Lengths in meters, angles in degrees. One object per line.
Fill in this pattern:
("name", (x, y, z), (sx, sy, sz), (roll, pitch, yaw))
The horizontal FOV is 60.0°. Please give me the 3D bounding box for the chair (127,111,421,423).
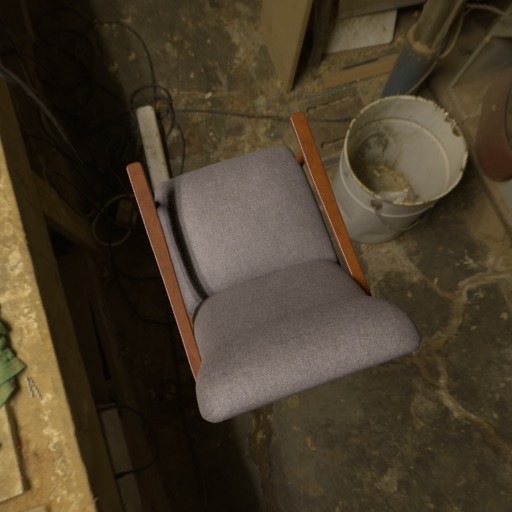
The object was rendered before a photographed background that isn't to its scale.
("chair", (0.000, 0.000, 1.784), (0.762, 1.081, 1.014), (-19, 77, -4))
